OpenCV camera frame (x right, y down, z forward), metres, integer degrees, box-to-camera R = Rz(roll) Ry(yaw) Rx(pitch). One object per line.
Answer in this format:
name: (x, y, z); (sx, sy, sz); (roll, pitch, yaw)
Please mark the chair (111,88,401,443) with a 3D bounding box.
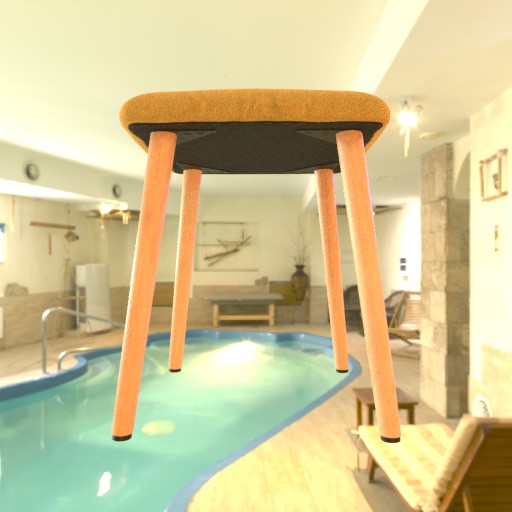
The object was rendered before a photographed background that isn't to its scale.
chair: (0.000, 0.000, 0.693); (0.350, 0.440, 0.350); (0, 0, 1)
